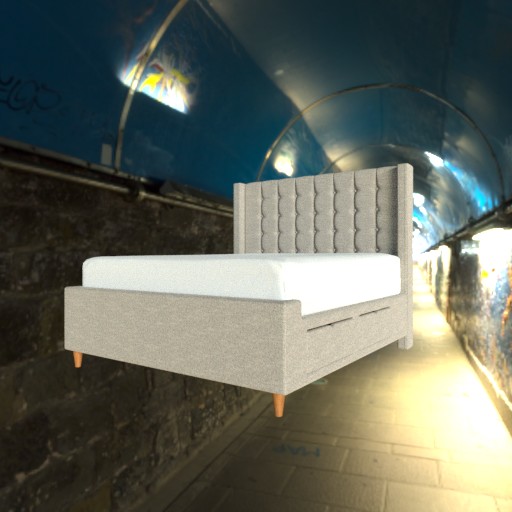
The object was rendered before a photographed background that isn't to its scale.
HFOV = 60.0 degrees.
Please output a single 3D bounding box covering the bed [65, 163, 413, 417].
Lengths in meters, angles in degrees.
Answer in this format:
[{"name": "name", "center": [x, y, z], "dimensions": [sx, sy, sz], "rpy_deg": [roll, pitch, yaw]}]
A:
[{"name": "bed", "center": [0.000, 0.000, 3.881], "dimensions": [2.044, 1.748, 2.372], "rpy_deg": [0, 0, 35]}]
